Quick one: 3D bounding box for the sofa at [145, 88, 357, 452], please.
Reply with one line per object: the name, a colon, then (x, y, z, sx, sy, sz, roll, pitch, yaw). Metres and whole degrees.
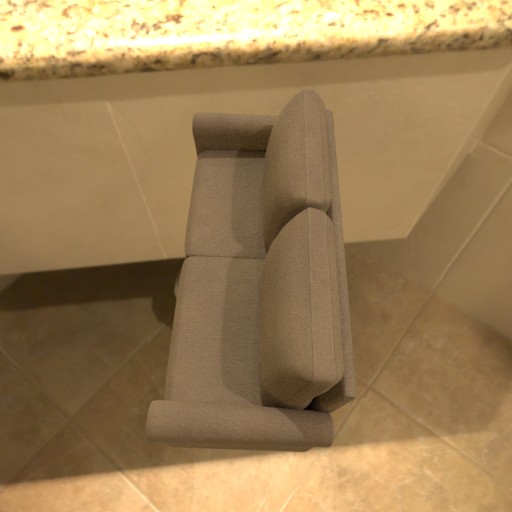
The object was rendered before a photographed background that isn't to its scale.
sofa: (0.000, 0.000, 2.398, 0.842, 0.942, 1.935, 2, 59, 1)
